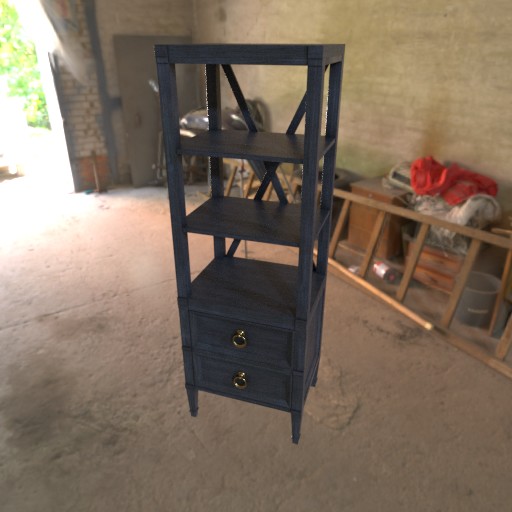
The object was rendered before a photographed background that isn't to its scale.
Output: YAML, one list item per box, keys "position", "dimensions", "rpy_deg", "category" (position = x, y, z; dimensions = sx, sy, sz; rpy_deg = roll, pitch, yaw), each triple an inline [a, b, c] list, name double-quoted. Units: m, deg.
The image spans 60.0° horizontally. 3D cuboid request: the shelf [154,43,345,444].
- position: [0.000, 0.000, 2.003]
  dimensions: [0.584, 1.727, 0.472]
  rpy_deg: [8, 27, 17]
  category: "shelf"
